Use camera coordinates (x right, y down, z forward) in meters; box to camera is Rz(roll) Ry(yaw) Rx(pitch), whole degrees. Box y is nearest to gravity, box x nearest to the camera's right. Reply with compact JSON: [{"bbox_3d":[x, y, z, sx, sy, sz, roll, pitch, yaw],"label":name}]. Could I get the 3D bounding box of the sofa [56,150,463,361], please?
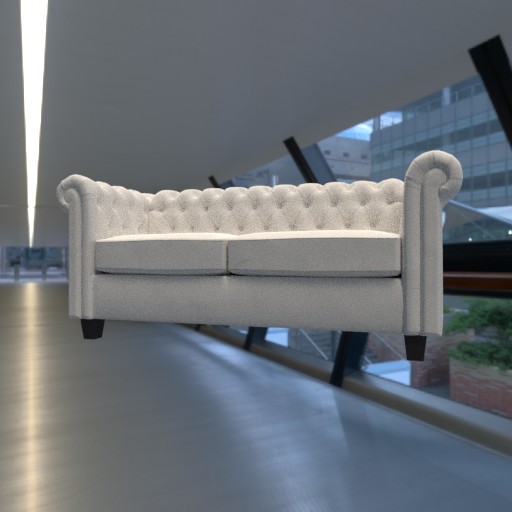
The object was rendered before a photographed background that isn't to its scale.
[{"bbox_3d":[0.000,0.000,2.212,1.798,0.796,0.771,0,0,17],"label":"sofa"}]
